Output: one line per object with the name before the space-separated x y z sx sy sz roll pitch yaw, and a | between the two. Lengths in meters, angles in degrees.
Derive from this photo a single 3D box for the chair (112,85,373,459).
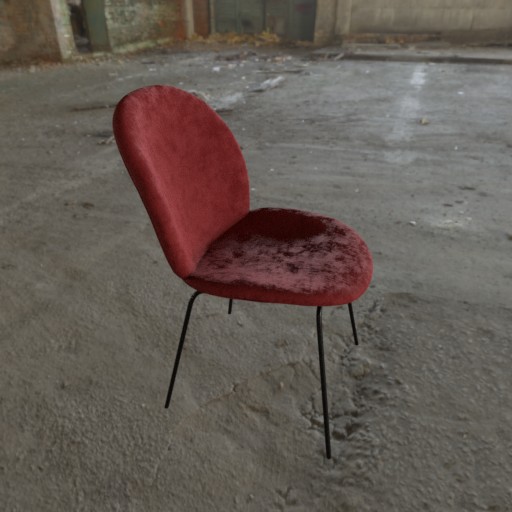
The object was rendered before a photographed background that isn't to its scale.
chair | 0.000 0.000 1.143 0.587 0.791 0.458 10 32 17
